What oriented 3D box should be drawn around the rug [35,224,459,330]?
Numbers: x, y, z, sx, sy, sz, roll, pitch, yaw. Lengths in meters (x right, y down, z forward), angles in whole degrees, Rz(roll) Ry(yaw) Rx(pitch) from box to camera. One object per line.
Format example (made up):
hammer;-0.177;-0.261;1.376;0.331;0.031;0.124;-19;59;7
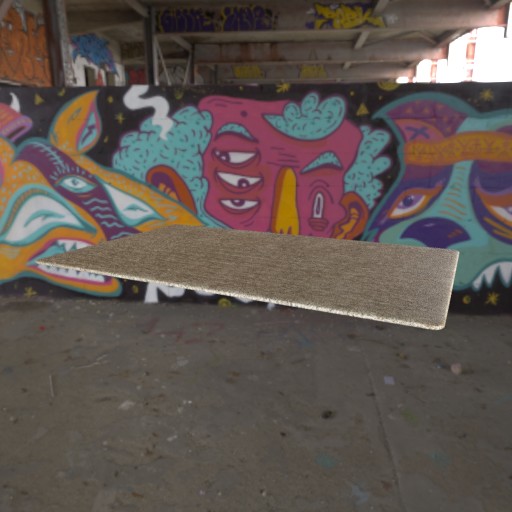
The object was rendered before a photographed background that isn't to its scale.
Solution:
rug;0.000;0.000;3.011;2.469;0.024;1.539;7;16;25
